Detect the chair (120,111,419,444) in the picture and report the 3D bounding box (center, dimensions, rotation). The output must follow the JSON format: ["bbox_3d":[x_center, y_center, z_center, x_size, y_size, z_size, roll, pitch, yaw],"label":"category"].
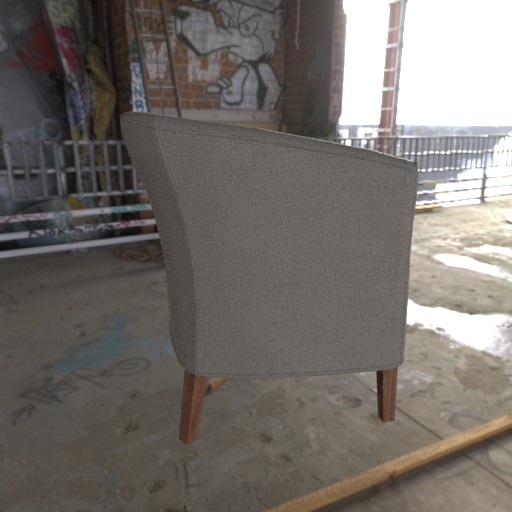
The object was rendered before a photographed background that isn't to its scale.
[{"bbox_3d":[0.000,0.000,1.251,0.668,0.771,0.600,-3,17,-10],"label":"chair"}]
